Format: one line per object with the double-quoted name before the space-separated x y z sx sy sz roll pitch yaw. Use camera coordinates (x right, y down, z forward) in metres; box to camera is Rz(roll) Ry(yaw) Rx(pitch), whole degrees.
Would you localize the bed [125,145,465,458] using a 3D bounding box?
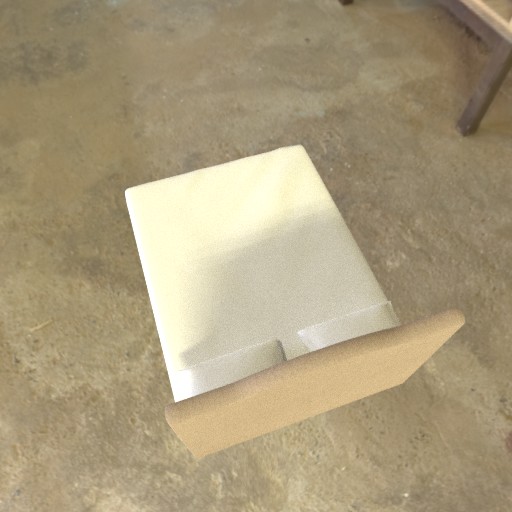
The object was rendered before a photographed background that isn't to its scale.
"bed" 0.000 0.000 3.409 1.821 1.436 2.282 -16 60 -10
